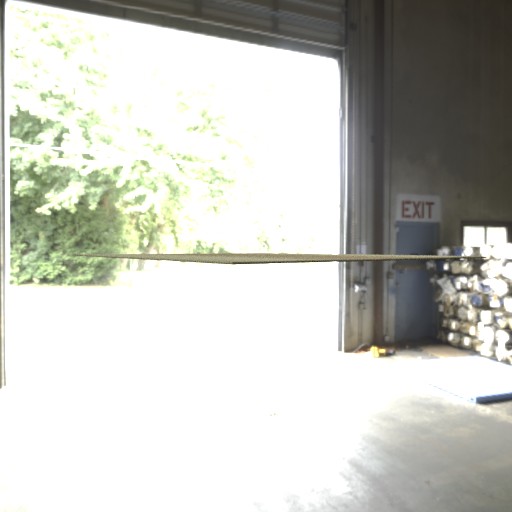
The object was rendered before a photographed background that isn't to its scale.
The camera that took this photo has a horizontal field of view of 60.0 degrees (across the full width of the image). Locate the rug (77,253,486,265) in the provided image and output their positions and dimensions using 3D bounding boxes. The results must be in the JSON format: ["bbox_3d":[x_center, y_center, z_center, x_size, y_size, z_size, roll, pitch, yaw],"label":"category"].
[{"bbox_3d":[0.000,0.000,4.103,2.438,0.013,3.048,-1,1,-36],"label":"rug"}]
